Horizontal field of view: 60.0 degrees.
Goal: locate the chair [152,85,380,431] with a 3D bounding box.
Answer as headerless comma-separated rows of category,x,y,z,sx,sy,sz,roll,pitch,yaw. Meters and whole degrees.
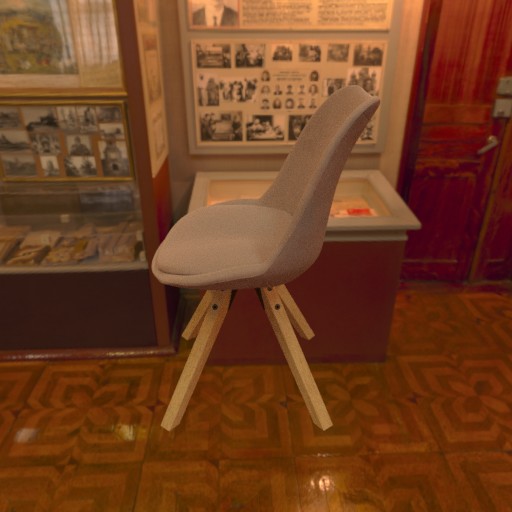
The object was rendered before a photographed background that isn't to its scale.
chair,0.000,0.000,1.204,0.550,0.850,0.485,0,27,0
